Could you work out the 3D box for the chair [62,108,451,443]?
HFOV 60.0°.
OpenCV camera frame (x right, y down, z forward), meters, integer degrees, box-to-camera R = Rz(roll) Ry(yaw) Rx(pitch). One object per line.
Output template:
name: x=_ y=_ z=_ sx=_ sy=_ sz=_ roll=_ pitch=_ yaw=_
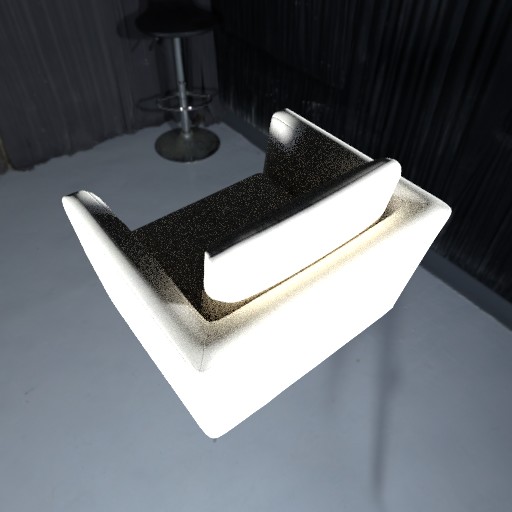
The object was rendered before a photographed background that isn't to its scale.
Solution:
chair: x=0.000 y=0.000 z=1.686 sx=1.041 sy=0.865 sz=0.889 roll=-29 pitch=53 yaw=-25
